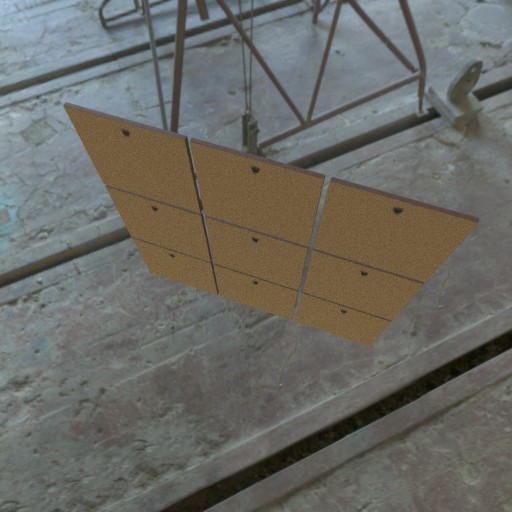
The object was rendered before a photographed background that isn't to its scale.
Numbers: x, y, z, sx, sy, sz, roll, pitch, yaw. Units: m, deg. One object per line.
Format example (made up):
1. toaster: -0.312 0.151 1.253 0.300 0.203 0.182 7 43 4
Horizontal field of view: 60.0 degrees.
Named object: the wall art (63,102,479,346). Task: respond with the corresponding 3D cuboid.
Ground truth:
1. wall art: 0.000 0.000 1.781 1.221 1.218 0.024 18 65 9
